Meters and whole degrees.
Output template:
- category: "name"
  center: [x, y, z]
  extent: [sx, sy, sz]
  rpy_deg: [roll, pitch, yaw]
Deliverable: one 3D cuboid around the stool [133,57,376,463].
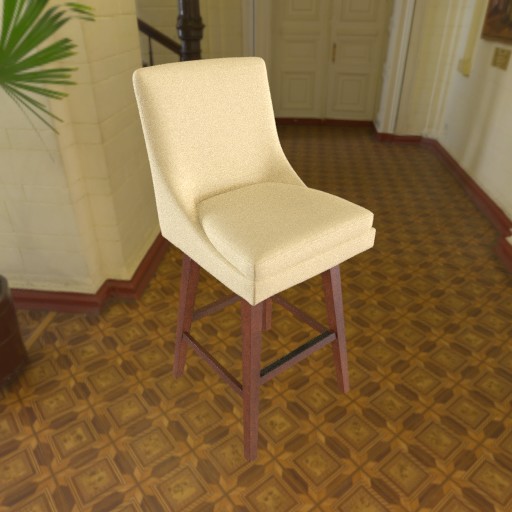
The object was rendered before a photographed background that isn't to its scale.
- category: "stool"
  center: [0.000, 0.000, 1.404]
  extent: [0.470, 1.097, 0.559]
  rpy_deg: [-22, 37, -33]
